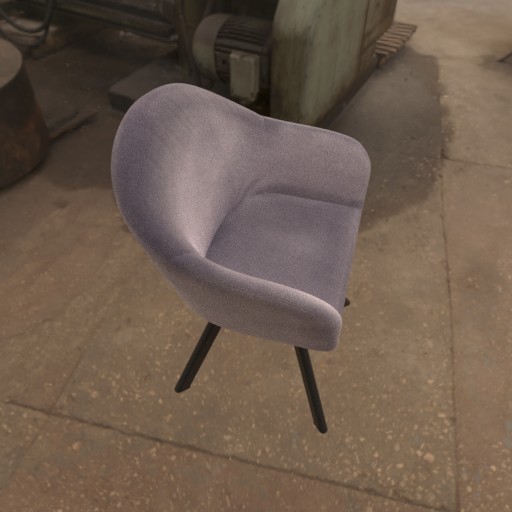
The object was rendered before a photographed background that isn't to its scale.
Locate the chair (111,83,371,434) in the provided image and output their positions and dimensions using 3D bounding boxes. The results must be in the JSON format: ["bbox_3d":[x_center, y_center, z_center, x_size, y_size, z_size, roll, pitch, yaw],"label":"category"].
[{"bbox_3d":[0.000,0.000,1.135,0.540,0.780,0.570,12,48,11],"label":"chair"}]
